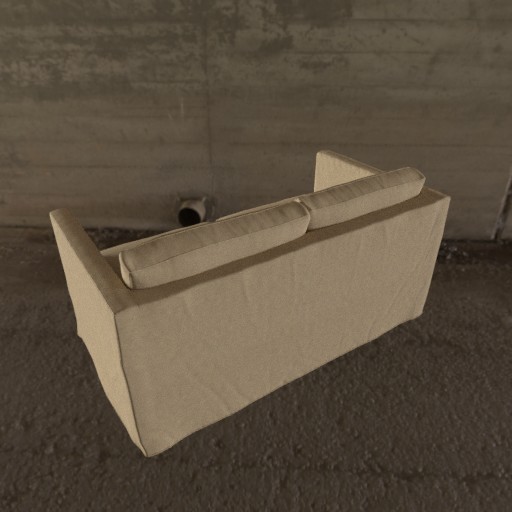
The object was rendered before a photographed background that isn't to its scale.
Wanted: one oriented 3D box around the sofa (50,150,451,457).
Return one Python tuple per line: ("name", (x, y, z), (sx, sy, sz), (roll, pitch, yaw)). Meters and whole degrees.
("sofa", (0.000, 0.000, 2.251), (1.719, 0.835, 0.962), (-19, 35, -28))
